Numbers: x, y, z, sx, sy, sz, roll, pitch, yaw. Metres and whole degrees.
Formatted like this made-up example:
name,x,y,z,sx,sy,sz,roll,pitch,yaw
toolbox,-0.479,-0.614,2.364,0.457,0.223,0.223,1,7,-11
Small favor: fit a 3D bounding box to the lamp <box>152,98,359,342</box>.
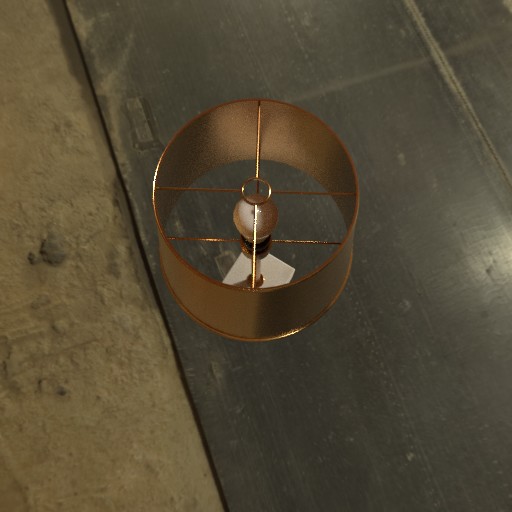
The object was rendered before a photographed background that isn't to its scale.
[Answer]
name,x,y,z,sx,sy,sz,roll,pitch,yaw
lamp,0.000,0.000,0.530,0.208,0.406,0.208,0,76,0
